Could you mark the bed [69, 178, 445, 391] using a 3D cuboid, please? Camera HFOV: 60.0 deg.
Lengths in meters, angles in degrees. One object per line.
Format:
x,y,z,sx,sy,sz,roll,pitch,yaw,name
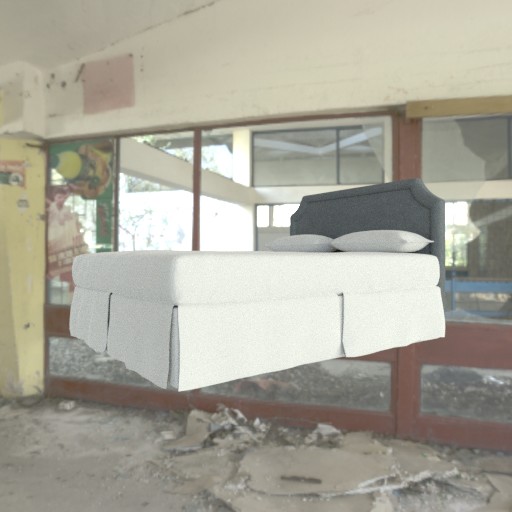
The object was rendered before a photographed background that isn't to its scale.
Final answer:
0.000,0.000,3.569,2.464,1.306,1.977,0,0,-37,bed
